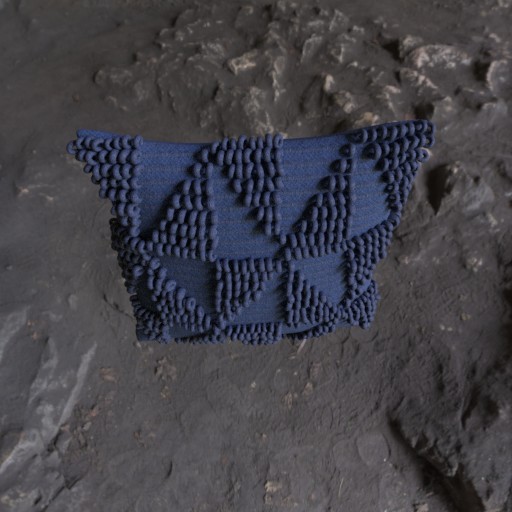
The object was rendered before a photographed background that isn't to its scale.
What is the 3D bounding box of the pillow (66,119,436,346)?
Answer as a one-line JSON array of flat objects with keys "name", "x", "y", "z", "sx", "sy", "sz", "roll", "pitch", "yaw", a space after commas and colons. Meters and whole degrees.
[{"name": "pillow", "x": 0.000, "y": 0.000, "z": 0.717, "sx": 0.469, "sy": 0.466, "sz": 0.172, "roll": -3, "pitch": 47, "yaw": -3}]
